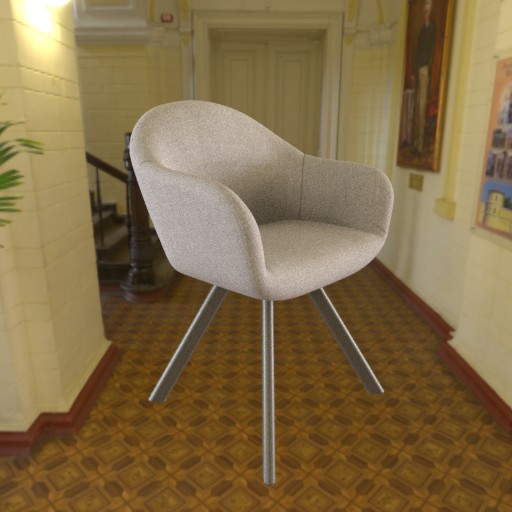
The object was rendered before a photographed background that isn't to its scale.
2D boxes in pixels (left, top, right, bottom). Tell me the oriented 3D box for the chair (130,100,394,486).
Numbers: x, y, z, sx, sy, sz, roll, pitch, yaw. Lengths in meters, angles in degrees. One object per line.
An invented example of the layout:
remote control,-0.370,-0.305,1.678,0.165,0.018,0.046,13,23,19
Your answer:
chair,0.000,0.000,1.168,0.550,0.795,0.590,14,21,42
